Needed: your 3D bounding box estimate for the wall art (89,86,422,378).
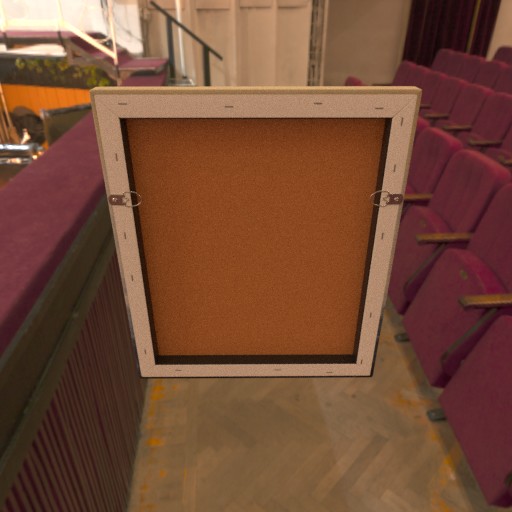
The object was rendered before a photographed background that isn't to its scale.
[{"bbox_3d":[0.000,0.000,0.991,0.608,0.710,0.041,0,29,0],"label":"wall art"}]
